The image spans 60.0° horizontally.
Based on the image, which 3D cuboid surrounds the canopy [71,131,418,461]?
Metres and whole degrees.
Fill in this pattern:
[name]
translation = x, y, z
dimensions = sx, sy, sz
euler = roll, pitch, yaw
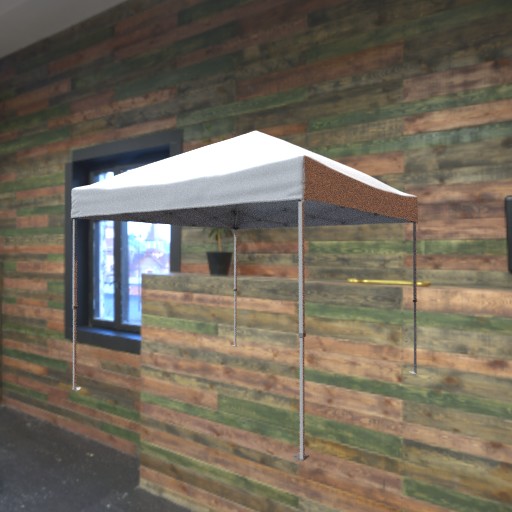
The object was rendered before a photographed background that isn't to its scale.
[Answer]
[canopy]
translation = 0.000, 0.000, 5.320
dimensions = 2.996, 2.997, 2.998
euler = 0, 0, 35
